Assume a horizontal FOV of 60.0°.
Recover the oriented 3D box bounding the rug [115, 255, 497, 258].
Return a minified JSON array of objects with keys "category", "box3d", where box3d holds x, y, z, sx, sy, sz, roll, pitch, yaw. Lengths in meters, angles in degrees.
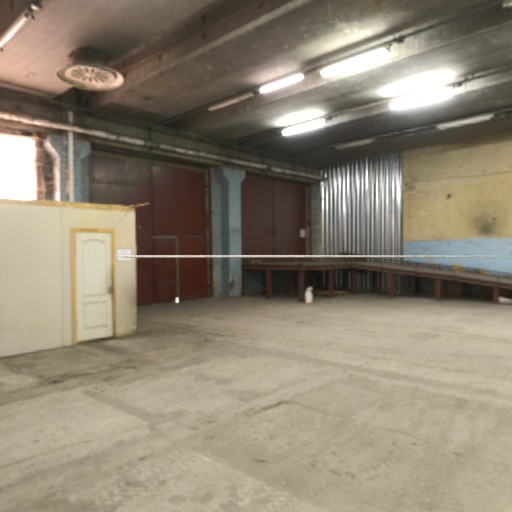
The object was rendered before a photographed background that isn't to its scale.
[{"category":"rug","box3d":[0.000,0.000,4.049,2.421,0.008,3.045,0,0,-18]}]
